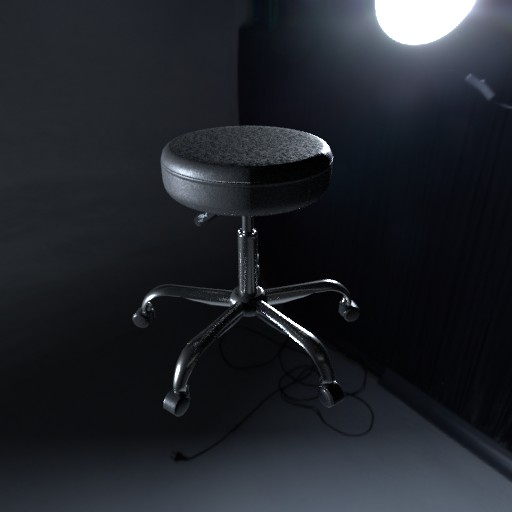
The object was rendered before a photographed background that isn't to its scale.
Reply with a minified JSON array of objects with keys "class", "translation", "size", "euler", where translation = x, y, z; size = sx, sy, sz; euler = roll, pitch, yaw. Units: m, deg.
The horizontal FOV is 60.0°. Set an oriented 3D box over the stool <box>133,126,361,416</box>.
[{"class":"stool","translation":[0.000,0.000,1.155],"size":[0.673,0.576,0.638],"euler":[-21,35,-33]}]
